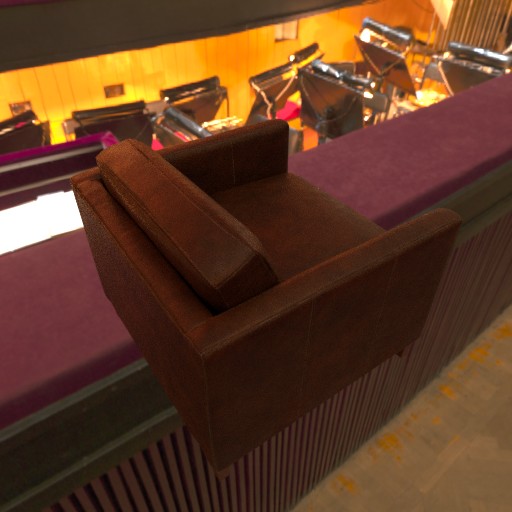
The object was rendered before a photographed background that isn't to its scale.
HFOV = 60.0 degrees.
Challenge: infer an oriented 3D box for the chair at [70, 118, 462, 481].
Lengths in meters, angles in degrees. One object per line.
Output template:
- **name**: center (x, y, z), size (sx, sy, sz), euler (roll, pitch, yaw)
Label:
- **chair**: center (0.000, 0.000, 1.671), size (0.975, 0.864, 0.990), euler (-24, 45, -26)
